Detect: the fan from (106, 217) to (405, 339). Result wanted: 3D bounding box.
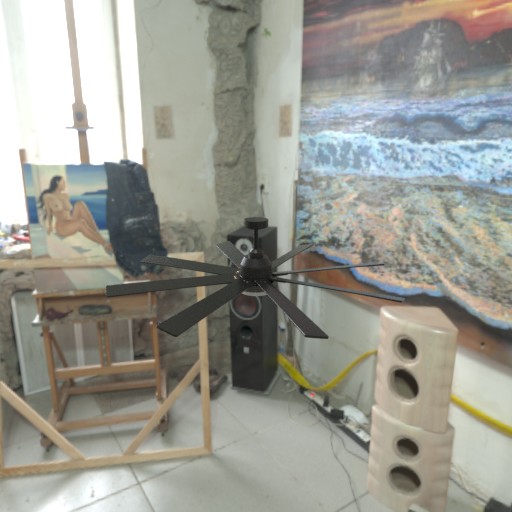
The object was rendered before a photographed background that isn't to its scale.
[{"bbox_3d":[0.000,0.000,2.808,1.830,0.472,1.830,8,18,26],"label":"fan"}]
